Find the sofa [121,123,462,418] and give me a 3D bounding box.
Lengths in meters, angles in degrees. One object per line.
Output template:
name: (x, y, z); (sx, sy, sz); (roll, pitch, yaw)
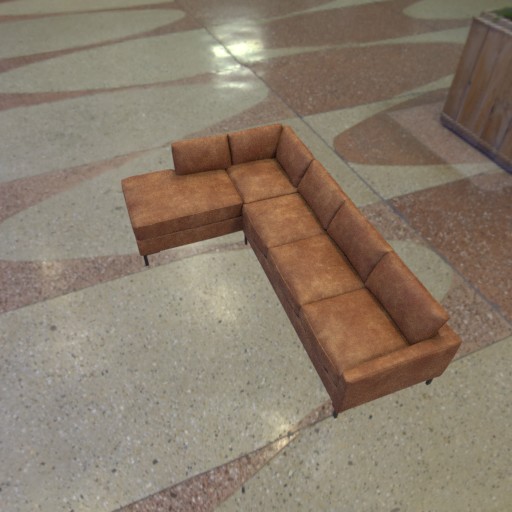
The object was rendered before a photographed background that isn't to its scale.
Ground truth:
sofa: (0.000, 0.000, 3.931); (1.938, 0.877, 2.984); (-15, 47, -14)
